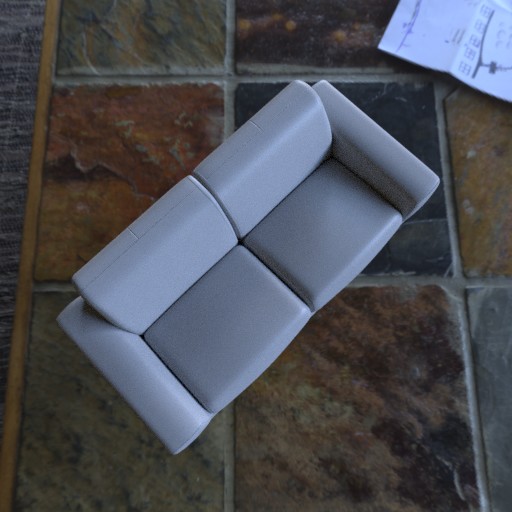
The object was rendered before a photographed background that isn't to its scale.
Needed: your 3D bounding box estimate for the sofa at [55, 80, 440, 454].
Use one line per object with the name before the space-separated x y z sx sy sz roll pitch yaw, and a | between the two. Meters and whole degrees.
sofa | 0.000 0.000 2.353 1.901 0.772 0.900 -44 80 -10
